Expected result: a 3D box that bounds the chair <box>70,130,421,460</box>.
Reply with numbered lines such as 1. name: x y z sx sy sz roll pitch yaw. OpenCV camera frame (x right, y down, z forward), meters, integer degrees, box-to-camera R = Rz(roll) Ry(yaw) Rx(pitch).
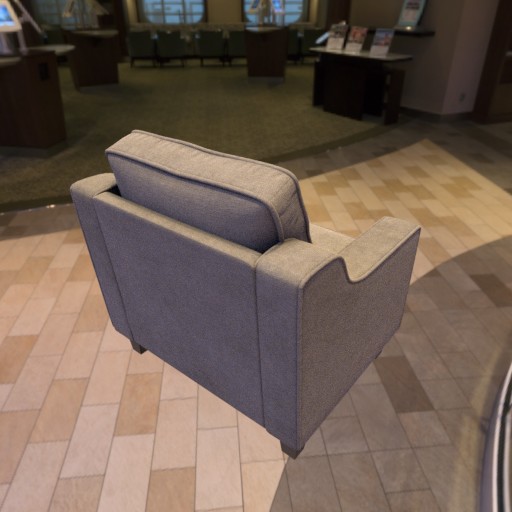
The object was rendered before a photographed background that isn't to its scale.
1. chair: 0.000 0.000 1.644 0.926 0.944 0.840 22 37 33
